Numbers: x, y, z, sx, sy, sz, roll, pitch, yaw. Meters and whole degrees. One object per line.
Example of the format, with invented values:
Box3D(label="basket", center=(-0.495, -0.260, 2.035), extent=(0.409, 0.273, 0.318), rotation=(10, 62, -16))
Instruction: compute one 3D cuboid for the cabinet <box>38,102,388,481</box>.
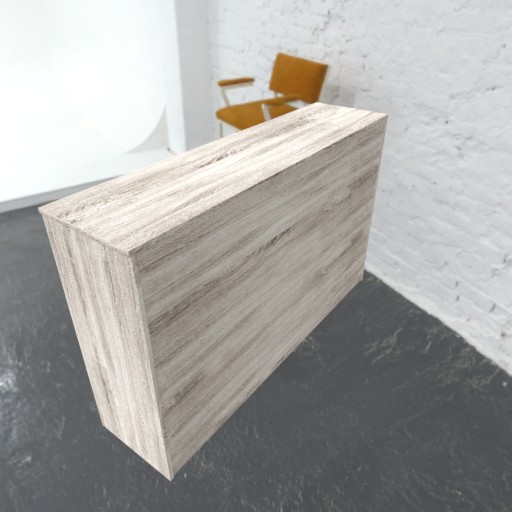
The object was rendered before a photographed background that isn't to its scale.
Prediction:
Box3D(label="cabinet", center=(0.000, 0.000, 1.813), extent=(0.380, 0.900, 1.450), rotation=(22, 38, 31))
